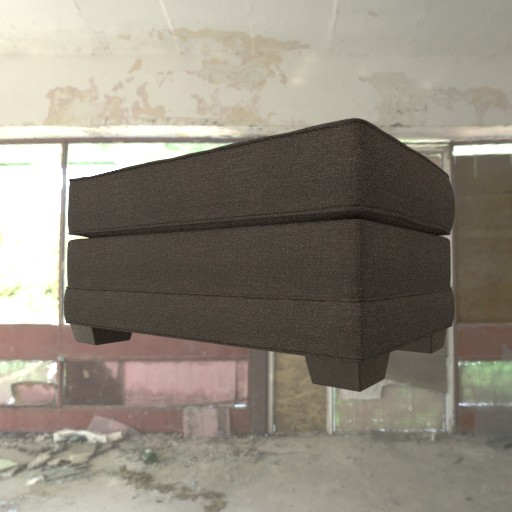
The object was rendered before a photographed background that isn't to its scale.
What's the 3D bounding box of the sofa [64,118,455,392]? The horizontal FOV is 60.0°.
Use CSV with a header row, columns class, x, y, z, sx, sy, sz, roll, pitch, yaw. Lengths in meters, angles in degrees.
class,x,y,z,sx,sy,sz,roll,pitch,yaw
sofa,0.000,0.000,1.145,0.854,0.457,0.578,-1,-2,37
